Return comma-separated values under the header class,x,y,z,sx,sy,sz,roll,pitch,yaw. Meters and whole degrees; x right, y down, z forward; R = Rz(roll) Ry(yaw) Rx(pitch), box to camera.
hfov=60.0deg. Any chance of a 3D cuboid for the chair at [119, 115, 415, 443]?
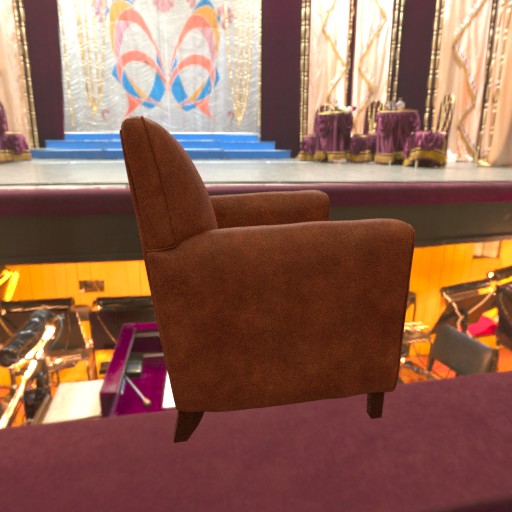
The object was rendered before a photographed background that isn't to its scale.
class,x,y,z,sx,sy,sz,roll,pitch,yaw
chair,0.000,0.000,1.623,0.823,0.943,0.870,-3,15,-10
